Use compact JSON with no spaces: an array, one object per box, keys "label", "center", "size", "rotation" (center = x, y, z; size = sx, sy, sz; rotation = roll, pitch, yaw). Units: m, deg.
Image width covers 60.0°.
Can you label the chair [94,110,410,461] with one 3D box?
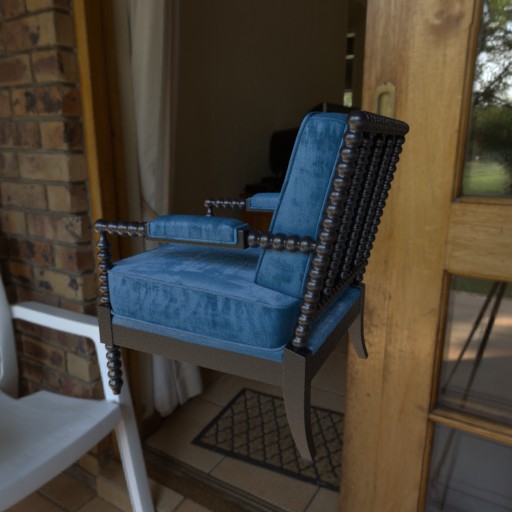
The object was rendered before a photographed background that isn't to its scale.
[{"label":"chair","center":[0.000,0.000,1.431],"size":[0.805,0.857,0.688],"rotation":[7,16,25]}]
